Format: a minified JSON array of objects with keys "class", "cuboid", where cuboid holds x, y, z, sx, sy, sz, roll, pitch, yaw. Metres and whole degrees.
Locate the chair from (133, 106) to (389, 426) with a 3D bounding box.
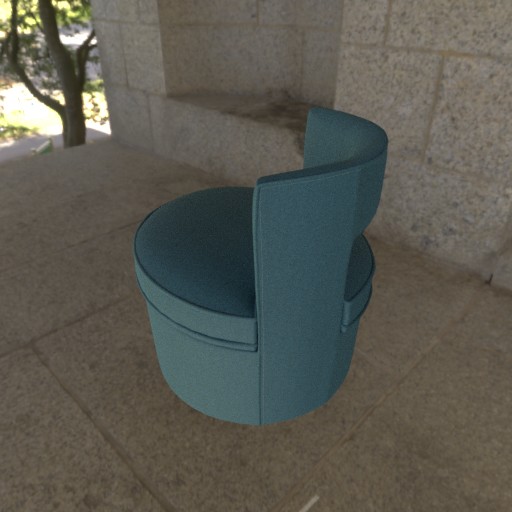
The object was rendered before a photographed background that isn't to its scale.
[{"class":"chair","cuboid":[0.000,0.000,1.255,0.660,0.711,0.684,8,32,13]}]
